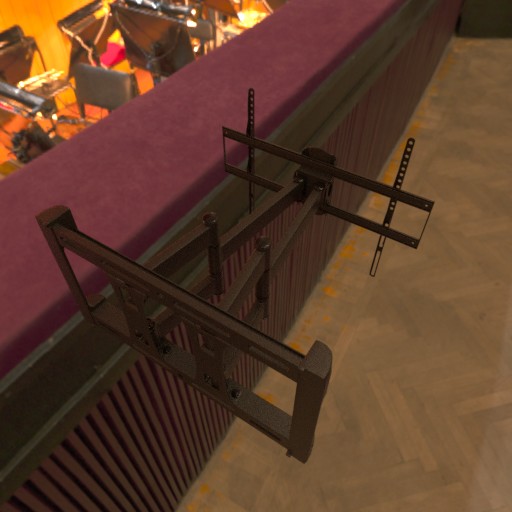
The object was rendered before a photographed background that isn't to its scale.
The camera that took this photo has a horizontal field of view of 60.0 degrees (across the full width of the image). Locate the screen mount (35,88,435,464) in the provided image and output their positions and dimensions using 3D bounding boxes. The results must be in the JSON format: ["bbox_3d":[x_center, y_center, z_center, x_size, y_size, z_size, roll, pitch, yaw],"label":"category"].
[{"bbox_3d":[0.000,0.000,1.104,0.661,0.491,0.644,26,52,22],"label":"screen mount"}]
